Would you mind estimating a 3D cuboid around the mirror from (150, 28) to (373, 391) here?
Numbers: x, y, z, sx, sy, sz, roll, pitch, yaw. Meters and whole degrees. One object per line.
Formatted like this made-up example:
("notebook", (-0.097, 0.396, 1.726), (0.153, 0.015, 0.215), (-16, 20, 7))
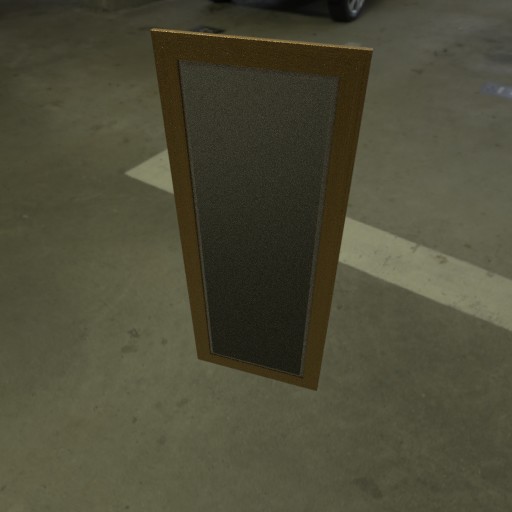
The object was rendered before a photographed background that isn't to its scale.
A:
("mirror", (0.000, 0.000, 2.228), (0.812, 2.031, 0.025), (12, 42, 13))
